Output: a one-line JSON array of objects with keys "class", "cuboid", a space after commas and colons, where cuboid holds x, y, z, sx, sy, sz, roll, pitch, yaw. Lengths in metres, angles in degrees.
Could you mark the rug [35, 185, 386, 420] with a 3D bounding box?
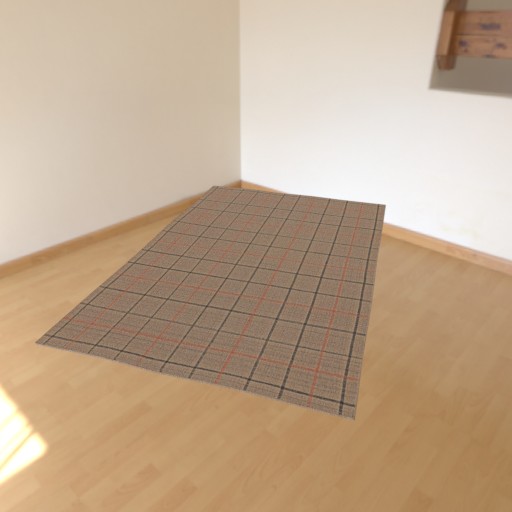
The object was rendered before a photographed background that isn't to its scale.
[{"class": "rug", "cuboid": [0.000, 0.000, 2.312, 1.220, 0.013, 1.829, 9, 30, 15]}]
